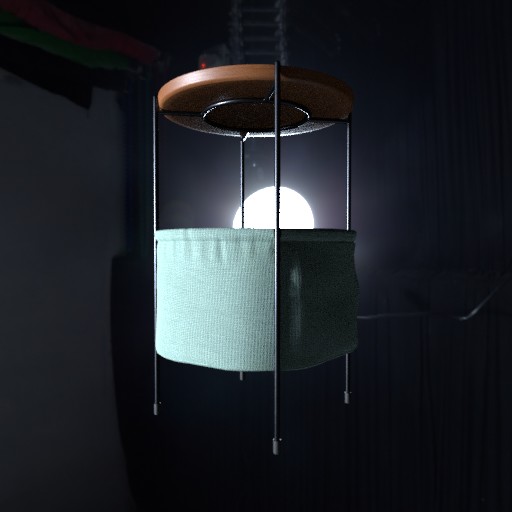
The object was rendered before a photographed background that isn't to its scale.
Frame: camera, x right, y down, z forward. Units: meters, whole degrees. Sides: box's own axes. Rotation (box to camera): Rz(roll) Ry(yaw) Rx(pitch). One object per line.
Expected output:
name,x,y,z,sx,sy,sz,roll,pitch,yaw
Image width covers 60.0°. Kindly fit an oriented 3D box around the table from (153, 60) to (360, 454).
table,0.000,0.000,0.899,0.400,0.623,0.400,1,2,35
